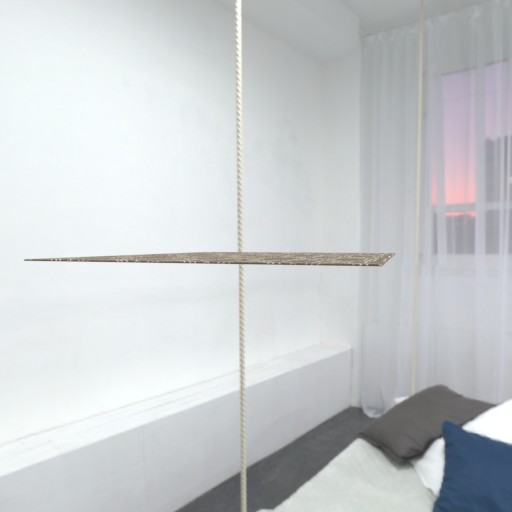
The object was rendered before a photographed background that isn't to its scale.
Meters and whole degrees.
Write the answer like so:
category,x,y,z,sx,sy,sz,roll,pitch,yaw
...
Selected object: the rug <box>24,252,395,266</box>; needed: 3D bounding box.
category,x,y,z,sx,sy,sz,roll,pitch,yaw
rug,0.000,0.000,4.206,2.457,0.012,3.062,1,2,19
